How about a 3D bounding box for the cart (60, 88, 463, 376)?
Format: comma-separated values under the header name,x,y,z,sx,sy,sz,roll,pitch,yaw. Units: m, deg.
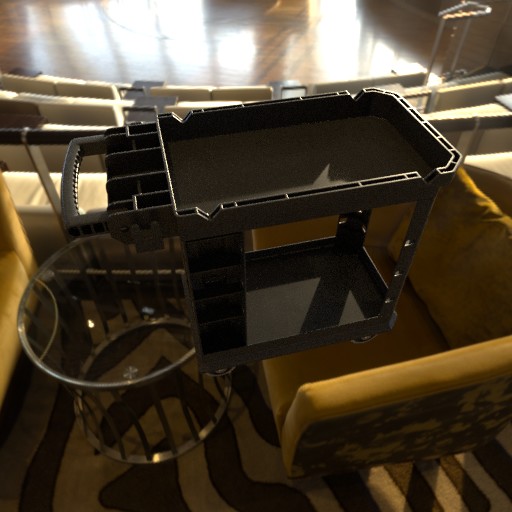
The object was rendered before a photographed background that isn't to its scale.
name,x,y,z,sx,sy,sz,roll,pitch,yaw
cart,0.000,0.000,1.552,1.061,0.884,0.497,-10,47,-10
